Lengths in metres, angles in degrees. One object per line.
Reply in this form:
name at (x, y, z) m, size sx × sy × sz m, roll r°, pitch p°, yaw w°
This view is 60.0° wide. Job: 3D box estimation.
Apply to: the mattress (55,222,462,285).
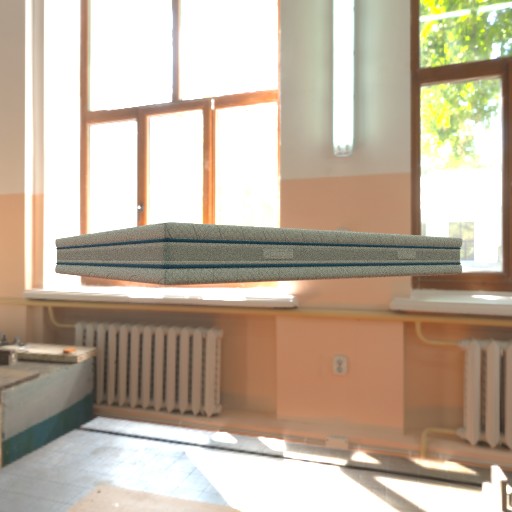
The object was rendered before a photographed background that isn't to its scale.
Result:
mattress at (0.000, 0.000, 2.777) m, size 2.000 × 0.230 × 1.600 m, roll 0°, pitch 0°, yaw -37°
